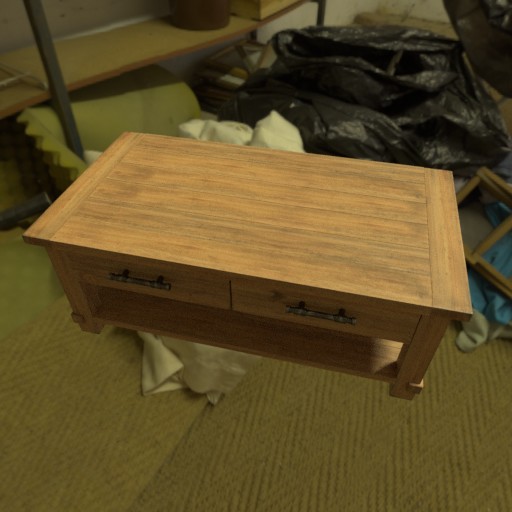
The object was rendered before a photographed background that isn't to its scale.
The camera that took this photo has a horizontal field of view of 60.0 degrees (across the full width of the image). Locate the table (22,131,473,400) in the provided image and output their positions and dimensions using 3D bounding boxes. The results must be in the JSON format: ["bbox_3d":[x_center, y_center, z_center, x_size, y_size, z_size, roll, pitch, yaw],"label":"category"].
[{"bbox_3d":[0.000,0.000,1.610,1.270,0.494,0.693,9,44,10],"label":"table"}]
